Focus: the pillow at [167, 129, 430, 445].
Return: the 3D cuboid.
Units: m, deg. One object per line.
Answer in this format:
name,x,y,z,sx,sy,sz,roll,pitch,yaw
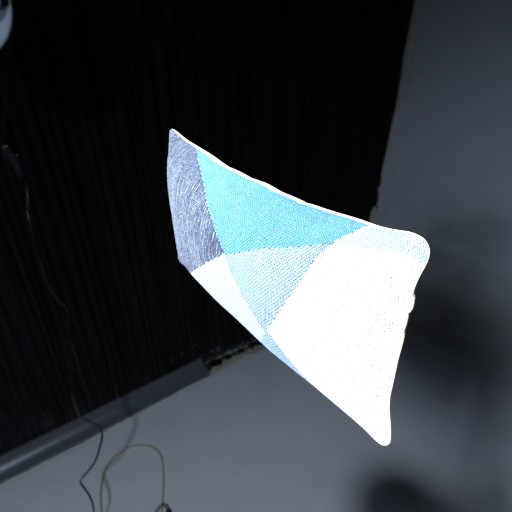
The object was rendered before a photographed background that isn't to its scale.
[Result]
pillow,0.000,0.000,0.726,0.148,0.307,0.604,-19,34,-30
